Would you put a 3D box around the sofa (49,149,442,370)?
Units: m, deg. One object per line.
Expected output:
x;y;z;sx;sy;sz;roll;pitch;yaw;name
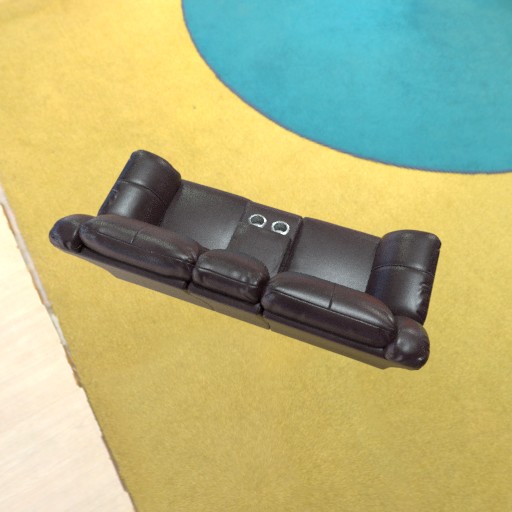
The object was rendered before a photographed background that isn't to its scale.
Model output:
0.000;0.000;2.691;2.058;1.043;0.991;18;63;9;sofa
